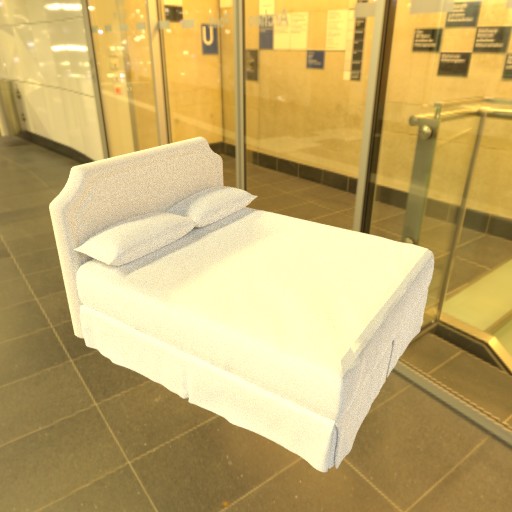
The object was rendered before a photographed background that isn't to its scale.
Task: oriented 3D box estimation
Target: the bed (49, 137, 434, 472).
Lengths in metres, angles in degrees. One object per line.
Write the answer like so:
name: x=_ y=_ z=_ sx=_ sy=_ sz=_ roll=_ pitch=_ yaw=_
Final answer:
bed: x=0.000 y=0.000 z=3.791 sx=2.548 sy=1.524 sz=2.134 roll=16 pitch=30 yaw=30
